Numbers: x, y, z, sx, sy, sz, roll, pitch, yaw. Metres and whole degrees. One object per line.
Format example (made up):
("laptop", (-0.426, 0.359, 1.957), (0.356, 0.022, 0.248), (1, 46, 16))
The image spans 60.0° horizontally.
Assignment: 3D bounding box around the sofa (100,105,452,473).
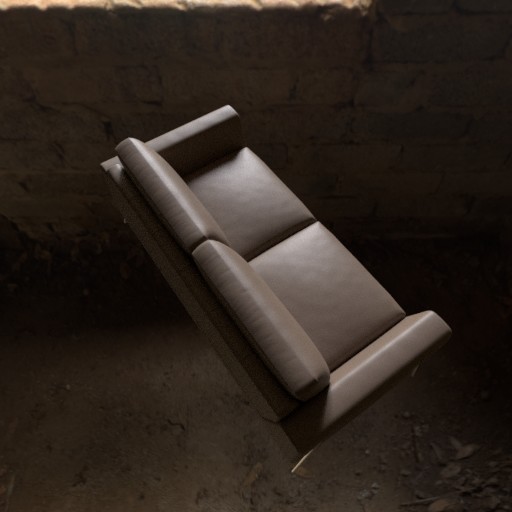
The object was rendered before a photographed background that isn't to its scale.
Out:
("sofa", (0.000, 0.000, 2.566), (0.953, 0.875, 2.017), (-31, 63, -17))
